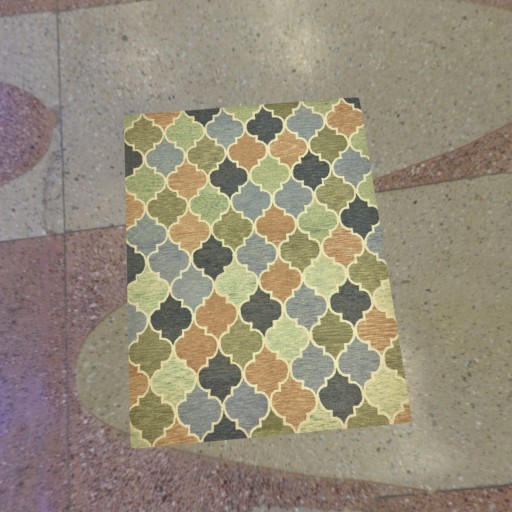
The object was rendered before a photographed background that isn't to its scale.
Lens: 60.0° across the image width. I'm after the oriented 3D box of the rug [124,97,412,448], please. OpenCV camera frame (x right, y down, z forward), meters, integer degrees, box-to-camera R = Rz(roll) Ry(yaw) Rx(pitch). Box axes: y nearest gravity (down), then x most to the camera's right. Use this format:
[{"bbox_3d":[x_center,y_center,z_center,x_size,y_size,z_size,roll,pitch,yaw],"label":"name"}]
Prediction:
[{"bbox_3d":[0.000,0.000,4.204,2.439,0.013,3.200,-5,76,-1],"label":"rug"}]
